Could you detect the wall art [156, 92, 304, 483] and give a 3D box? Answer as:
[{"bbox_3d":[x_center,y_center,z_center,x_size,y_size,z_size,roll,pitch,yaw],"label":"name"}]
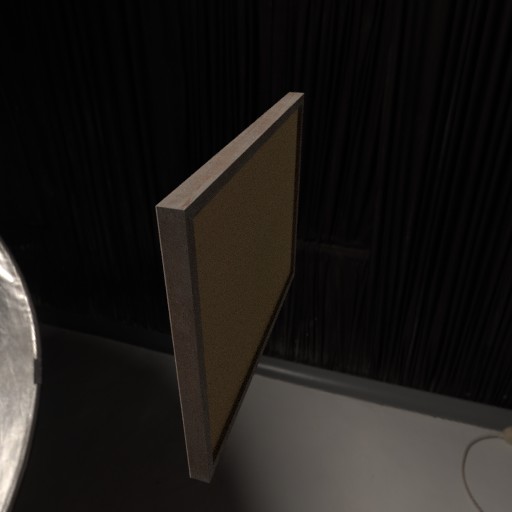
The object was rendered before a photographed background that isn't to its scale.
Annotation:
[{"bbox_3d":[0.000,0.000,1.779,0.070,1.009,1.320,9,32,14],"label":"wall art"}]
